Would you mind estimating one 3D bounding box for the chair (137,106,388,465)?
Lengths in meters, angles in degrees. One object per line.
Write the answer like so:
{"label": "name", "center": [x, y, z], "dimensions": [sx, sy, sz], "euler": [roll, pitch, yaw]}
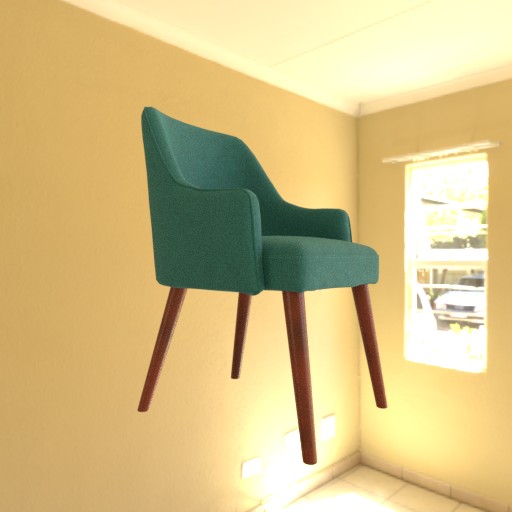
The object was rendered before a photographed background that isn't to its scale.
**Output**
{"label": "chair", "center": [0.000, 0.000, 1.248], "dimensions": [0.605, 0.849, 0.548], "euler": [0, 0, 36]}
